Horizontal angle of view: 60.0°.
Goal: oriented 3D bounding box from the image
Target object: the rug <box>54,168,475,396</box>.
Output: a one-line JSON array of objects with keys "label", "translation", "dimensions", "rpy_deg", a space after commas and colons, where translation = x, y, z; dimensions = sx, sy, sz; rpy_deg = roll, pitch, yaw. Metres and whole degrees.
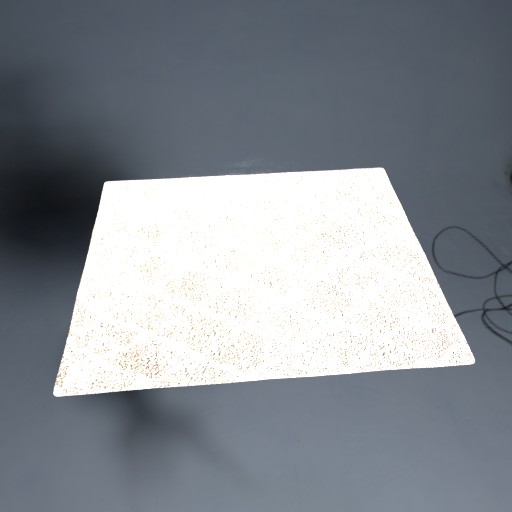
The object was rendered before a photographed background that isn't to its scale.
[{"label": "rug", "translation": [0.000, 0.000, 4.005], "dimensions": [3.047, 0.029, 2.438], "rpy_deg": [-4, 47, -3]}]
